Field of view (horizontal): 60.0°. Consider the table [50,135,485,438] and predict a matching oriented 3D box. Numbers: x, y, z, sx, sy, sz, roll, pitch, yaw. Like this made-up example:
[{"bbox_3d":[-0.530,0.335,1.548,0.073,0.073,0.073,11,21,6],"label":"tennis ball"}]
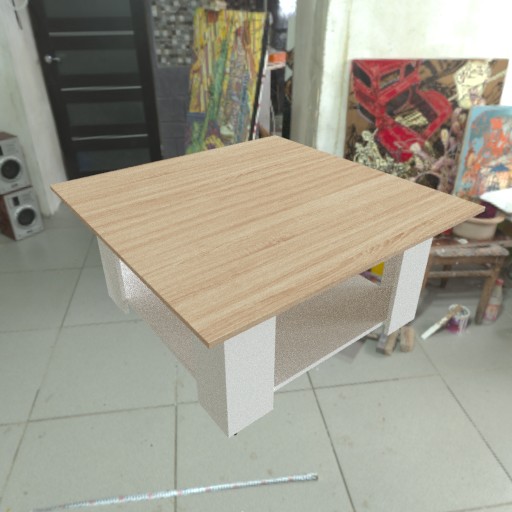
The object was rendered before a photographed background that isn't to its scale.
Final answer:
[{"bbox_3d":[0.000,0.000,1.035,0.670,0.305,0.670,-22,37,-32],"label":"table"}]
